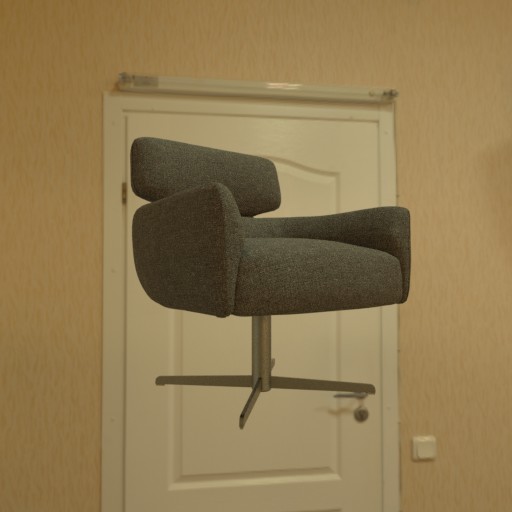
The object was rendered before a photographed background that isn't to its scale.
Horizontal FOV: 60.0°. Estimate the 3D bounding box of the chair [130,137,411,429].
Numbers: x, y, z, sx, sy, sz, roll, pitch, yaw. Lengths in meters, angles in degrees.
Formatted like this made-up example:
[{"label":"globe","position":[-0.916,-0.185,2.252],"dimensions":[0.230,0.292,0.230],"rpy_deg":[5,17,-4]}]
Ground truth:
[{"label":"chair","position":[0.000,0.000,1.377],"dimensions":[0.706,0.812,0.715],"rpy_deg":[1,-2,-36]}]
